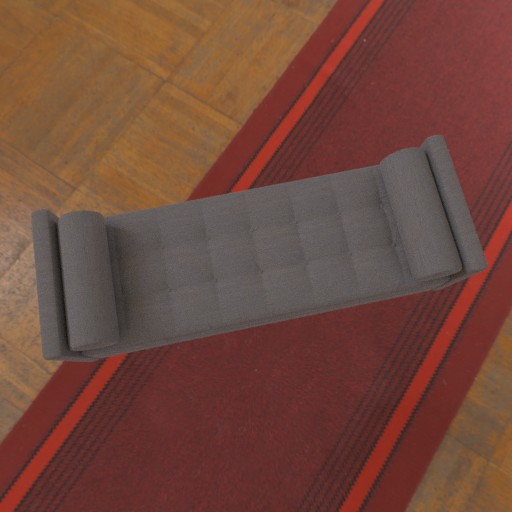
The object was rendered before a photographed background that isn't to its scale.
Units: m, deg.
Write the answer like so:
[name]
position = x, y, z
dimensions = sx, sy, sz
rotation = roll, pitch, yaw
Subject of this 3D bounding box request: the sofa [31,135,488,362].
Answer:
[sofa]
position = 0.000, 0.000, 2.288
dimensions = 1.981, 0.635, 0.686
rotation = -11, 76, -3
